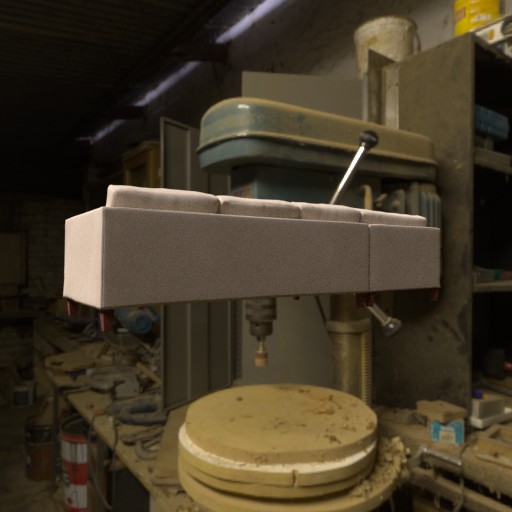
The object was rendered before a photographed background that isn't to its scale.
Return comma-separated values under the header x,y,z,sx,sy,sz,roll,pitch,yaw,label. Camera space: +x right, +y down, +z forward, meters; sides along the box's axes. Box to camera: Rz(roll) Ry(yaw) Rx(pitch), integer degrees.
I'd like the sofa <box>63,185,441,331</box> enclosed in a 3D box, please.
x,y,z,sx,sy,sz,roll,pitch,yaw,label
0.000,0.000,3.963,3.186,0.846,1.625,0,0,-35,sofa
